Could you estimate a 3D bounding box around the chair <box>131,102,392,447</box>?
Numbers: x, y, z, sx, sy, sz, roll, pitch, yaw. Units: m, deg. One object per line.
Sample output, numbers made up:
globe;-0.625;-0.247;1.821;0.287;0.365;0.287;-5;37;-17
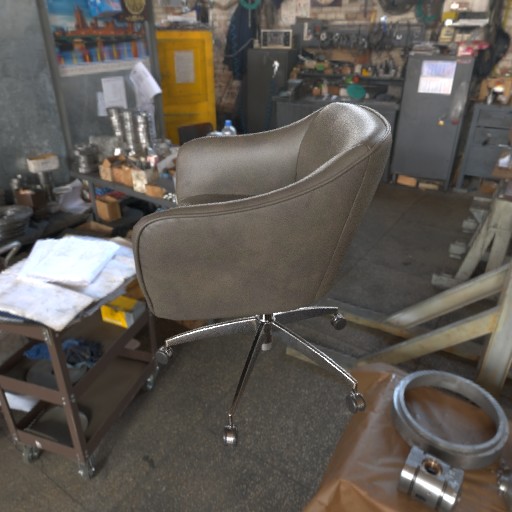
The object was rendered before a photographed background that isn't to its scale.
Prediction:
chair;0.000;0.000;1.328;0.689;0.827;0.713;0;28;0
